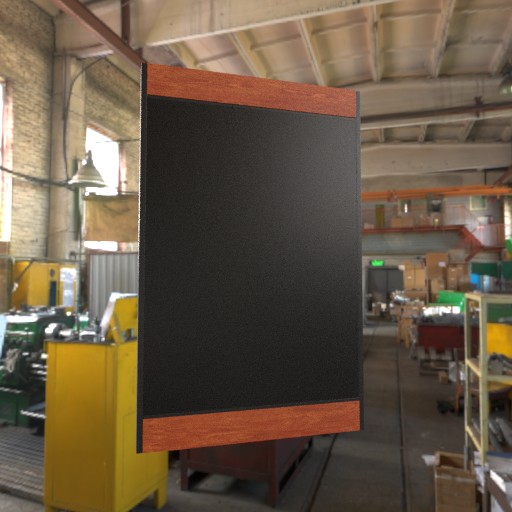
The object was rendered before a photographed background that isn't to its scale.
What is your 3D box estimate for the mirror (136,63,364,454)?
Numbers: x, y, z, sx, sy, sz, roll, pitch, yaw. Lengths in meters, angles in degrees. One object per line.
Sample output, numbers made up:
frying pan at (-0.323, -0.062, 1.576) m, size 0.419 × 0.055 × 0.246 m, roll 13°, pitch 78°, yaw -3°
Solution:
mirror at (0.000, 0.000, 1.025) m, size 0.525 × 0.823 × 0.047 m, roll 1°, pitch -3°, yaw -16°
